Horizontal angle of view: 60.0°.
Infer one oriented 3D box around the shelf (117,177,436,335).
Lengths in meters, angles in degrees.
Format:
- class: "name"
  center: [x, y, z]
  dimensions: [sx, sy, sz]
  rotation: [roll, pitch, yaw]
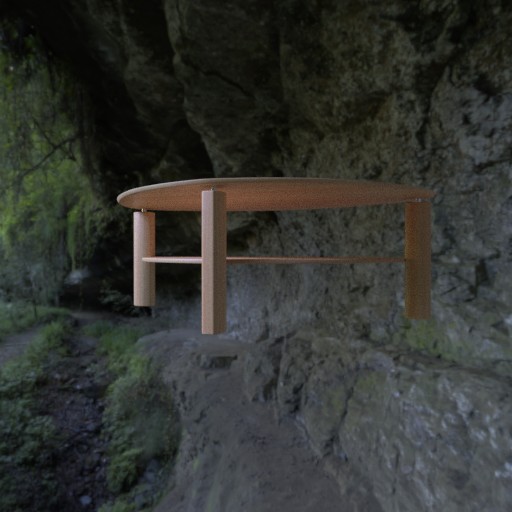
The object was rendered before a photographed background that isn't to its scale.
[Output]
- class: "shelf"
  center: [0.000, 0.000, 1.638]
  dimensions: [1.246, 0.440, 0.845]
  rotation: [0, 1, 19]
